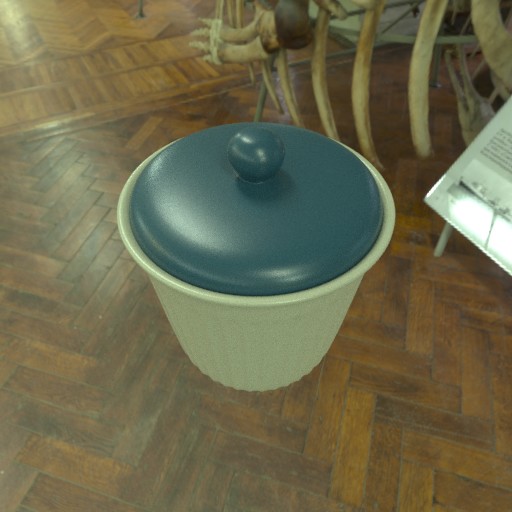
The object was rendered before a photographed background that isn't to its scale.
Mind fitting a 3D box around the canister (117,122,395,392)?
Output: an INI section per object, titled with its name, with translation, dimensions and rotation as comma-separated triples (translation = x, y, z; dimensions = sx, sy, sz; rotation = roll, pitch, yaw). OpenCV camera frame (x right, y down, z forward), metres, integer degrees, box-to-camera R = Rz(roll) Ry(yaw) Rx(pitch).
[canister]
translation = 0.000, 0.000, 0.337
dimensions = 0.181, 0.211, 0.181
rotation = 0, 47, 0
